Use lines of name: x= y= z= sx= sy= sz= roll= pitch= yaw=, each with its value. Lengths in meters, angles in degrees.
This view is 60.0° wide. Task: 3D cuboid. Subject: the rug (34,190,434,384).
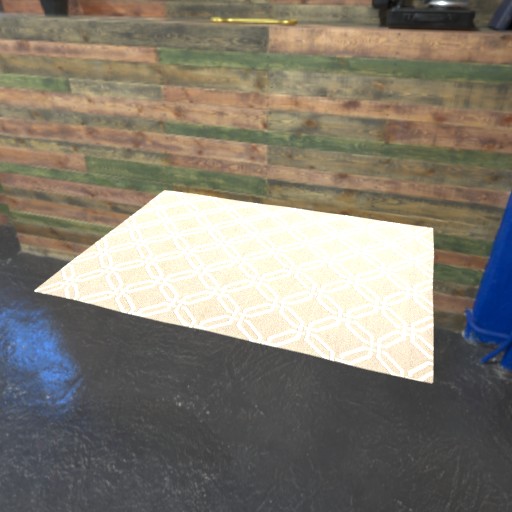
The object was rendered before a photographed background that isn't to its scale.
rug: x=0.000 y=0.000 z=2.803 sx=2.135 sy=0.013 sz=1.524 roll=10 pitch=33 yaw=16
